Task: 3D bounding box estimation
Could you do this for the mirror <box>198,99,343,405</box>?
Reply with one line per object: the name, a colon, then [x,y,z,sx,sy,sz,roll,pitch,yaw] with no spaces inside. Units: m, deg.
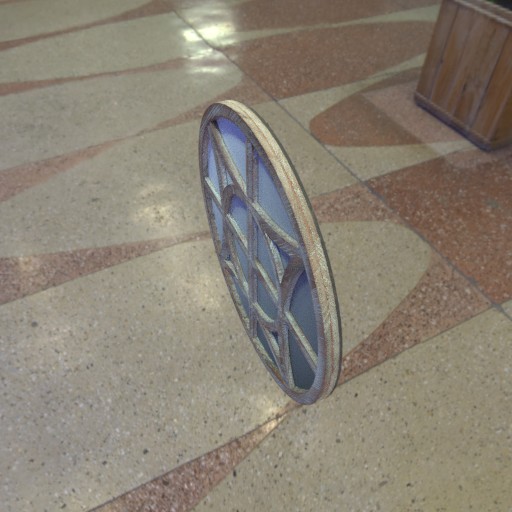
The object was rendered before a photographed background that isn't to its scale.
mirror: [0.000,0.000,1.057,0.038,0.710,0.710,-18,49,-16]
